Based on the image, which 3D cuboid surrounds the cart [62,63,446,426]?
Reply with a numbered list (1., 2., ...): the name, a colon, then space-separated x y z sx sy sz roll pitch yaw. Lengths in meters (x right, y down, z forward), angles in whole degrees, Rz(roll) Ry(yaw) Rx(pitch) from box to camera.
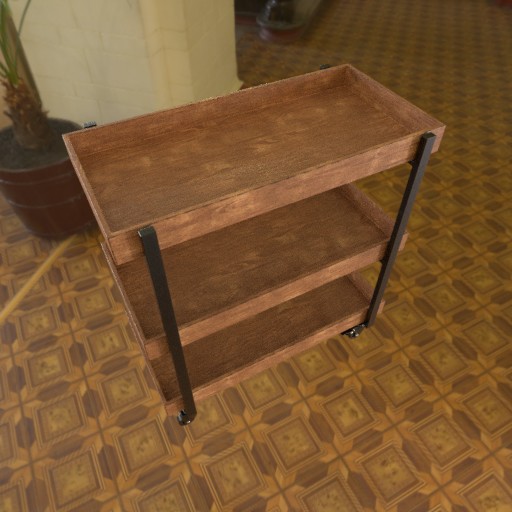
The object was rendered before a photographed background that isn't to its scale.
1. cart: 0.000 0.000 1.249 0.750 0.800 0.411 -21 50 -19
